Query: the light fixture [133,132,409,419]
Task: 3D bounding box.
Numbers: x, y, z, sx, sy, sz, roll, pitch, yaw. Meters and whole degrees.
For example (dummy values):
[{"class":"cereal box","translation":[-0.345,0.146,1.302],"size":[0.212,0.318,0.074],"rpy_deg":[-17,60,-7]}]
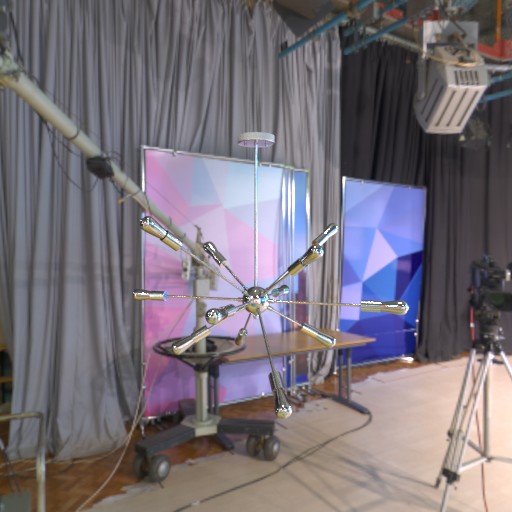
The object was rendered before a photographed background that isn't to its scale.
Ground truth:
[{"class":"light fixture","translation":[0.000,0.000,1.046],"size":[0.684,0.558,0.509],"rpy_deg":[1,2,20]}]
